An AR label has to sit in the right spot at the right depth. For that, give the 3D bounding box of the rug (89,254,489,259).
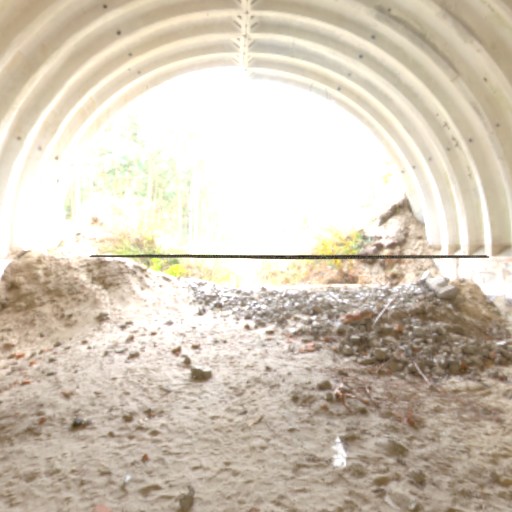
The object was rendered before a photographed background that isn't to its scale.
[{"bbox_3d":[0.000,0.000,3.059,1.538,0.021,2.443,0,0,-37],"label":"rug"}]
